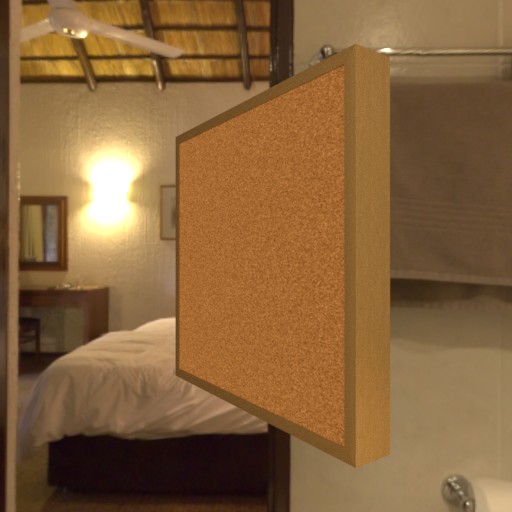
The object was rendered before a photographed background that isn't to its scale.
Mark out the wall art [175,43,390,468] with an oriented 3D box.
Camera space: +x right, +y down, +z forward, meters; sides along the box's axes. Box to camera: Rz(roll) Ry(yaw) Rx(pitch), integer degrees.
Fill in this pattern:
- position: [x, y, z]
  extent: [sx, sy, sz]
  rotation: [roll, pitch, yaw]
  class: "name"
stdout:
- position: [0.000, 0.000, 0.454]
  extent: [0.038, 0.305, 0.304]
  rotation: [0, 0, -35]
  class: "wall art"
